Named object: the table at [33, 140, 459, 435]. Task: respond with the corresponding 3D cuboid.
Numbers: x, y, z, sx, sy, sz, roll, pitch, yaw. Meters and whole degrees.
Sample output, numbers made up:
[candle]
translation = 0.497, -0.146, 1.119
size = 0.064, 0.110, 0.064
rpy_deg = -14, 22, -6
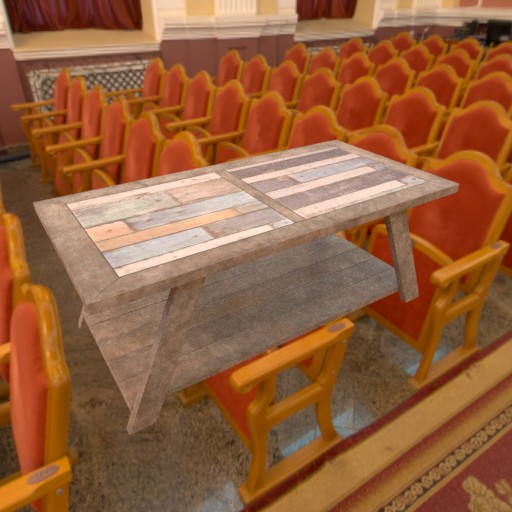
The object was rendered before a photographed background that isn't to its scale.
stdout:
[table]
translation = 0.000, 0.000, 1.532
size = 1.219, 0.470, 0.610
rpy_deg = -18, 35, -28
